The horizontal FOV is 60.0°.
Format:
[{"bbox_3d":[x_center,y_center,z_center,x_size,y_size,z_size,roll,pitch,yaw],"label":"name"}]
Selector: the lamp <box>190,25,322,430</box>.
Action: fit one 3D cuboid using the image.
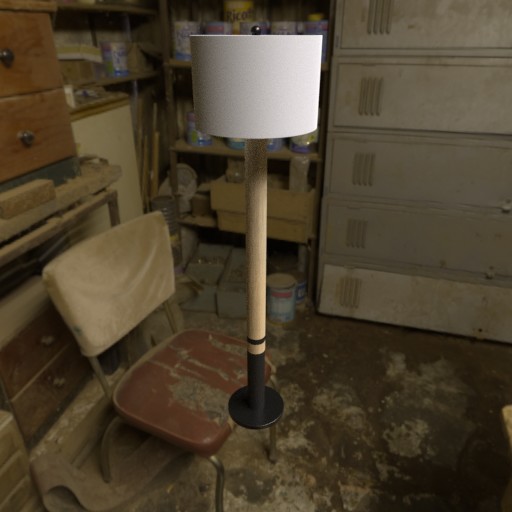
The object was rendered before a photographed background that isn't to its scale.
[{"bbox_3d":[0.000,0.000,1.602,0.381,1.478,0.381,9,28,16],"label":"lamp"}]
